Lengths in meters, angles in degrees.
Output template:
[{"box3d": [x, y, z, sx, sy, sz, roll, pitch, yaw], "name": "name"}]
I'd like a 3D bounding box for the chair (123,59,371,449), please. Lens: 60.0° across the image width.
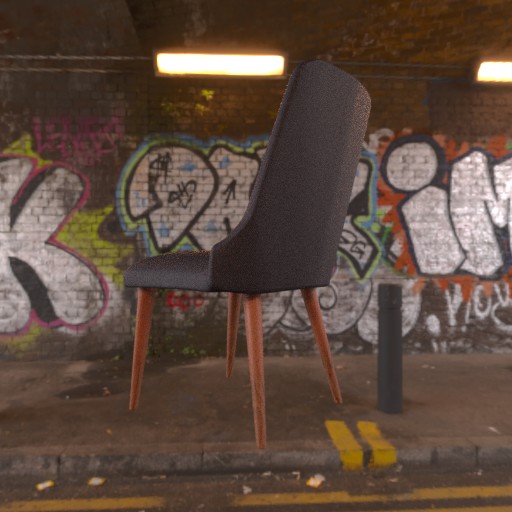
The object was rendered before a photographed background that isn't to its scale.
[{"box3d": [0.000, 0.000, 1.176, 0.567, 0.820, 0.504, 0, 0, 37], "name": "chair"}]
